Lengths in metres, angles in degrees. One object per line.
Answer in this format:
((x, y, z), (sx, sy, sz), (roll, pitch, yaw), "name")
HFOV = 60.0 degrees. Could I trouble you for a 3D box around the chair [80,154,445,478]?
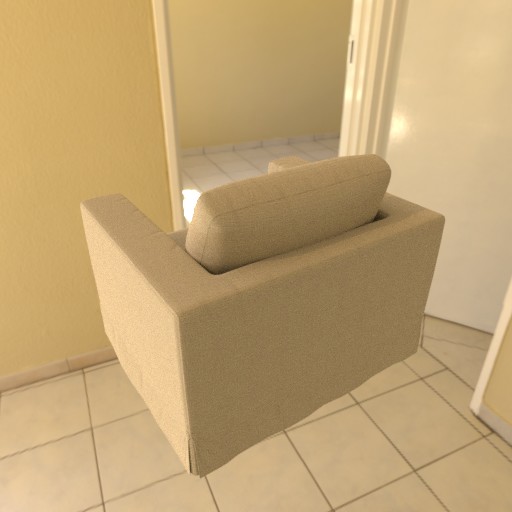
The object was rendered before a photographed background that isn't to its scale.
((0.000, 0.000, 1.830), (1.150, 0.878, 0.957), (-18, 34, -29), "chair")
